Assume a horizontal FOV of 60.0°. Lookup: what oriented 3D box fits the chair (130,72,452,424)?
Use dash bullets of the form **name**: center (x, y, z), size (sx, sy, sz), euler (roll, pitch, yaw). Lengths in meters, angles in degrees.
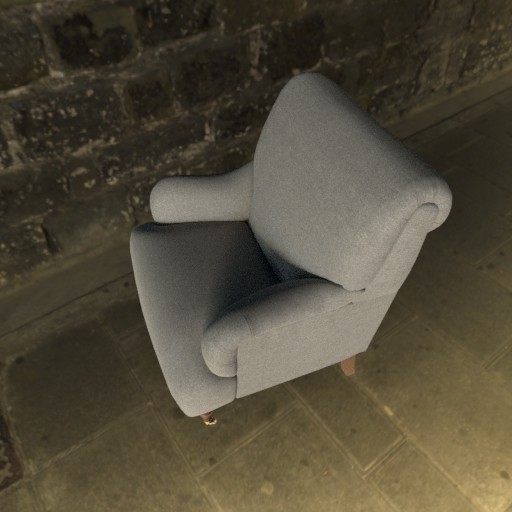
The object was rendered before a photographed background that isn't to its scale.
- **chair**: center (0.000, 0.000, 1.554), size (0.843, 0.942, 0.766), euler (-16, 48, -15)
